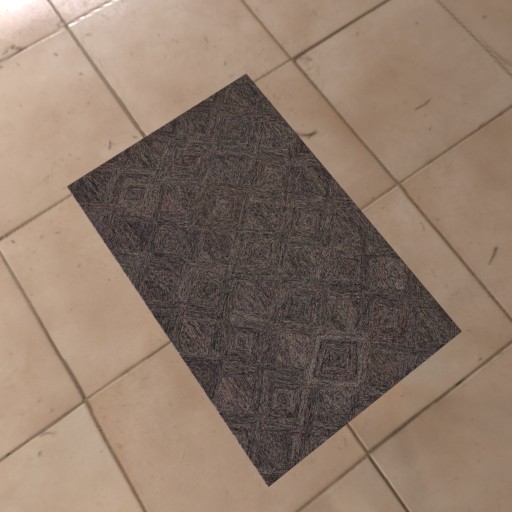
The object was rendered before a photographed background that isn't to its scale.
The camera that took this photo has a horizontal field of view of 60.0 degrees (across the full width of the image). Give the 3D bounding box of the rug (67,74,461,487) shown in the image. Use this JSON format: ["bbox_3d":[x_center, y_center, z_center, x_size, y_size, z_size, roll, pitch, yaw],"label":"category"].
[{"bbox_3d":[0.000,0.000,2.886,1.501,0.017,2.298,-35,78,-8],"label":"rug"}]
